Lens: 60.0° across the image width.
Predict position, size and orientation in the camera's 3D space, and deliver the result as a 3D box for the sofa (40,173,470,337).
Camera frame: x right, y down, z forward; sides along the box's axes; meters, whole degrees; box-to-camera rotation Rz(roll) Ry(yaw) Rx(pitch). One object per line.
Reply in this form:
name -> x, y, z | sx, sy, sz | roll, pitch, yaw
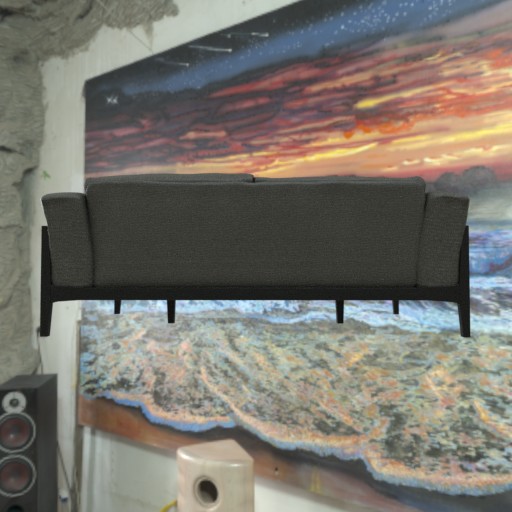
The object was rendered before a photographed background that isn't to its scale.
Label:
sofa -> 0.000, 0.000, 2.170 | 1.690, 0.656, 0.960 | 0, -2, 1
